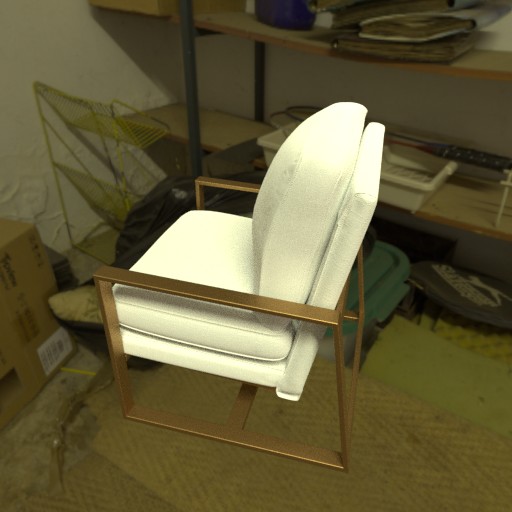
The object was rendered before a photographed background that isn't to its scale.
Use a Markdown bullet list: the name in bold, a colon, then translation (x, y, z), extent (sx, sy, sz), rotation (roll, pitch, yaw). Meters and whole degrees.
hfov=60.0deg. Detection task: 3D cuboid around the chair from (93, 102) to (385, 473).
- **chair**: translation (0.000, 0.000, 1.536), extent (0.813, 0.966, 0.805), rotation (8, 31, 13)
